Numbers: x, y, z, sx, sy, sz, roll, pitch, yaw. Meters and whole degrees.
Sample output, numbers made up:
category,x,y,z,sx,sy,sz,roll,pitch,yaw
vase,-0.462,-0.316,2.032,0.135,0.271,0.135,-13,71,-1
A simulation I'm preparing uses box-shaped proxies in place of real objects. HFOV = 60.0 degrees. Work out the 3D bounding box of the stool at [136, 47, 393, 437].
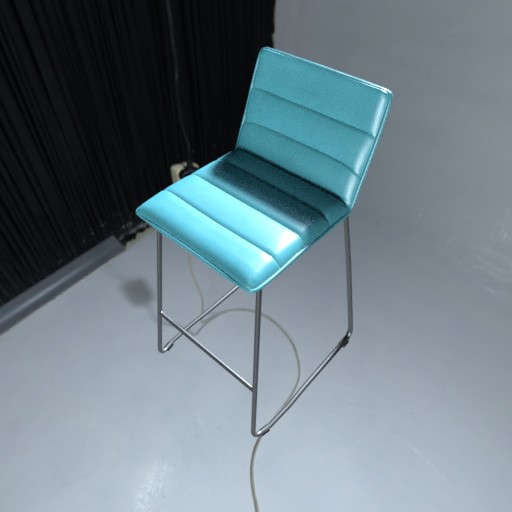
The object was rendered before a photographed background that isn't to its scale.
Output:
category,x,y,z,sx,sy,sz,roll,pitch,yaw
stool,0.000,0.000,1.264,0.489,0.936,0.524,33,55,27
